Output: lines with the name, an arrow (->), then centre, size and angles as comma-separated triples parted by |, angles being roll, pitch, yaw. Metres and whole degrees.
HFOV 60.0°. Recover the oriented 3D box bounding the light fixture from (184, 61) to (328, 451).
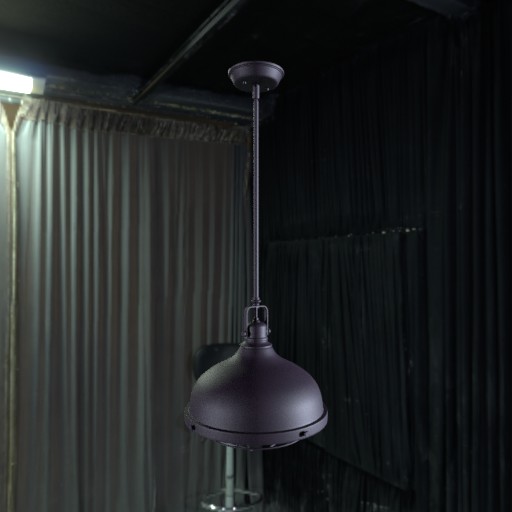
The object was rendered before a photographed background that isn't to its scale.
light fixture -> 0.000, 0.000, 1.025 | 0.341, 0.849, 0.341 | 1, -1, -37
